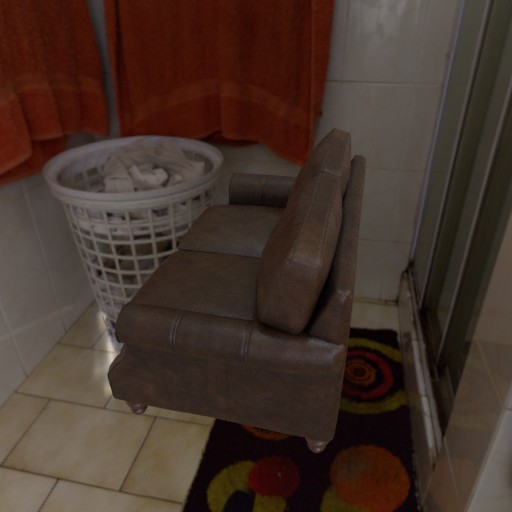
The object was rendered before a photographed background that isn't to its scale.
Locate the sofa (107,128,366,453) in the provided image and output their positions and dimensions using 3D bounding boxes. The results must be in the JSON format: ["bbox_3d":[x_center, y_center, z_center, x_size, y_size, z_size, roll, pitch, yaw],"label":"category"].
[{"bbox_3d":[0.000,0.000,2.248,0.990,0.976,1.616,7,31,12],"label":"sofa"}]
